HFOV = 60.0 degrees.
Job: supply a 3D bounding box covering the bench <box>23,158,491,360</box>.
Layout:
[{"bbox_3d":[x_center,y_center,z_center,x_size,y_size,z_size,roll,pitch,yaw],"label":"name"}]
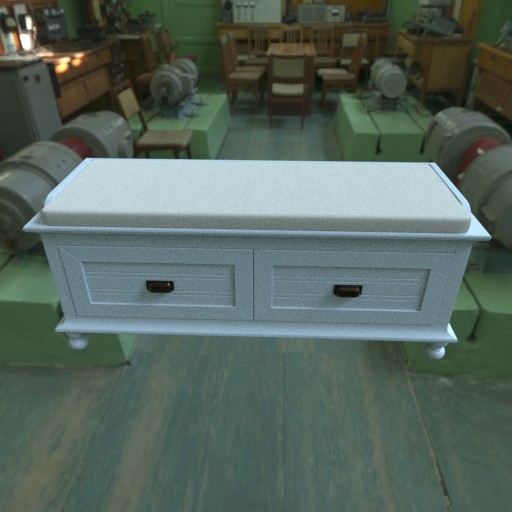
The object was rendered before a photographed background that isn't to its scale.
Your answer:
[{"bbox_3d":[0.000,0.000,1.391,1.185,0.486,0.402,1,32,2],"label":"bench"}]
